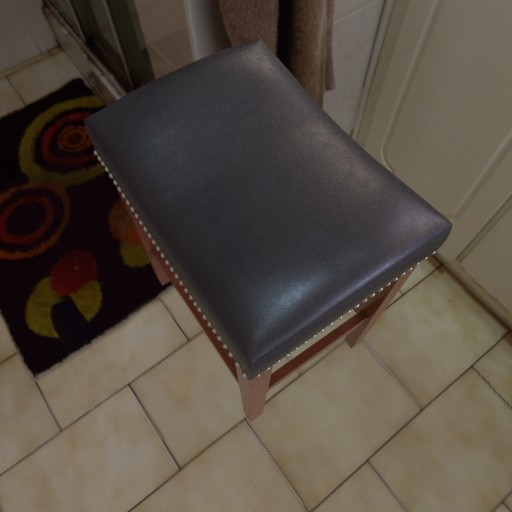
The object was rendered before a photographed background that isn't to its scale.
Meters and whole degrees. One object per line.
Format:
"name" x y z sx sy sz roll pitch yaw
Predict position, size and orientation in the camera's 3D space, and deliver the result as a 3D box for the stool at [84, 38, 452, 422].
"stool" 0.000 0.000 0.949 0.372 0.654 0.504 -32 67 -15
